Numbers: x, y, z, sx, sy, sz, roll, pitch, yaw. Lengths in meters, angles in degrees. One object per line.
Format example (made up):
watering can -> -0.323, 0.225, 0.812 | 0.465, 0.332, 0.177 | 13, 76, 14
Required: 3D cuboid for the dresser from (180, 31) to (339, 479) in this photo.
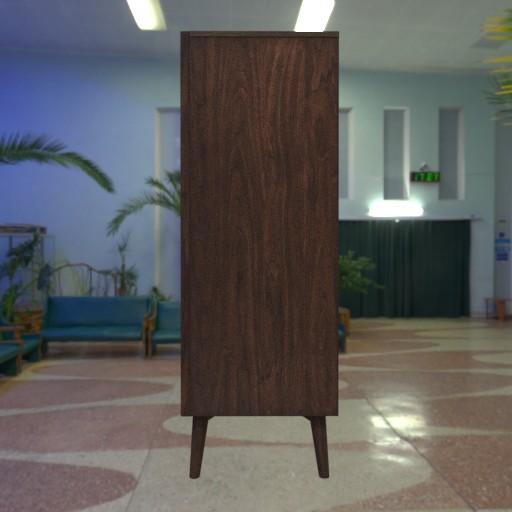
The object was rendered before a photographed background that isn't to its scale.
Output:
dresser -> 0.000, 0.000, 1.802 | 0.498, 1.365, 0.919 | 0, 0, 0
